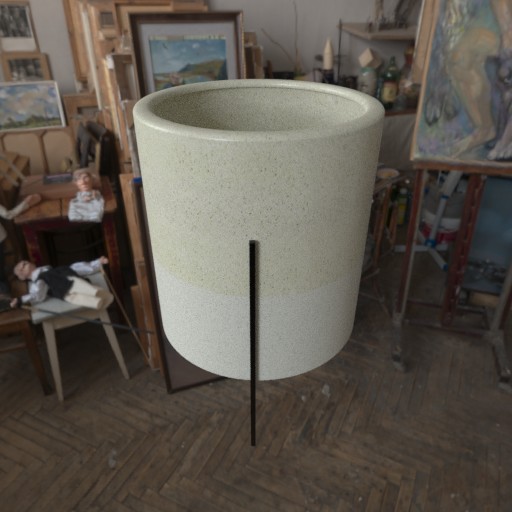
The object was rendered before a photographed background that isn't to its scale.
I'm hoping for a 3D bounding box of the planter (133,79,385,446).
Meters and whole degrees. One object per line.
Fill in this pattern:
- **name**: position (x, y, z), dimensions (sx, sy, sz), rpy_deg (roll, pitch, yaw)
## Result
- **planter**: position (0.000, 0.000, 0.710), dimensions (0.333, 0.483, 0.324), rpy_deg (19, 36, 27)
